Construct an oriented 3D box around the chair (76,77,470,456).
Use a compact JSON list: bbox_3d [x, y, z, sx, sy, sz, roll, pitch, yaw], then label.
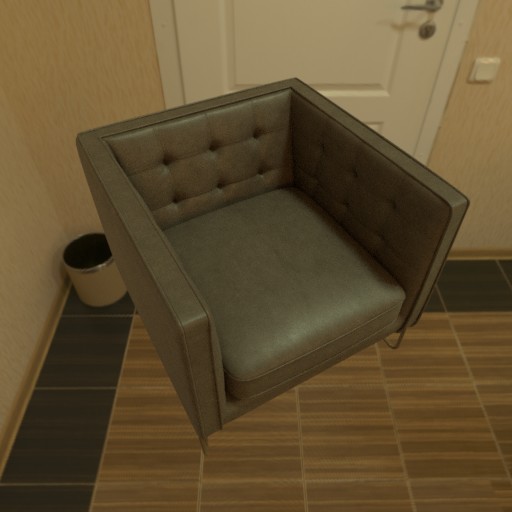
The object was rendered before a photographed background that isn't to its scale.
[{"bbox_3d":[0.000,0.000,1.575,0.880,0.790,0.894,-22,50,-20],"label":"chair"}]
